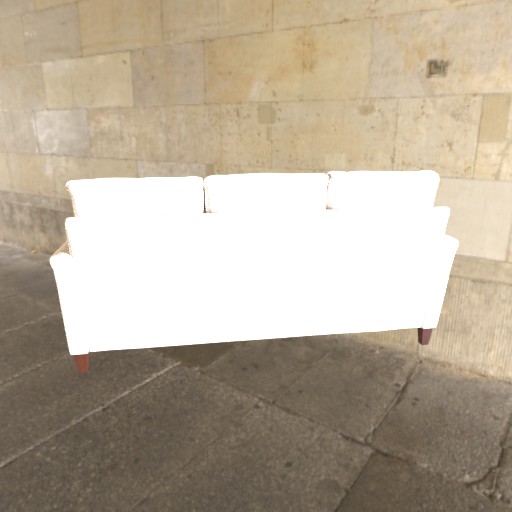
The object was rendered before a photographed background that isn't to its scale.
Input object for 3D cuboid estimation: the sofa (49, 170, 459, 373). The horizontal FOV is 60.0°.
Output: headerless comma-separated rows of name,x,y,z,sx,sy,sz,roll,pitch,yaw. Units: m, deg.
sofa,0.000,0.000,2.439,1.925,0.961,0.828,-3,16,-9
